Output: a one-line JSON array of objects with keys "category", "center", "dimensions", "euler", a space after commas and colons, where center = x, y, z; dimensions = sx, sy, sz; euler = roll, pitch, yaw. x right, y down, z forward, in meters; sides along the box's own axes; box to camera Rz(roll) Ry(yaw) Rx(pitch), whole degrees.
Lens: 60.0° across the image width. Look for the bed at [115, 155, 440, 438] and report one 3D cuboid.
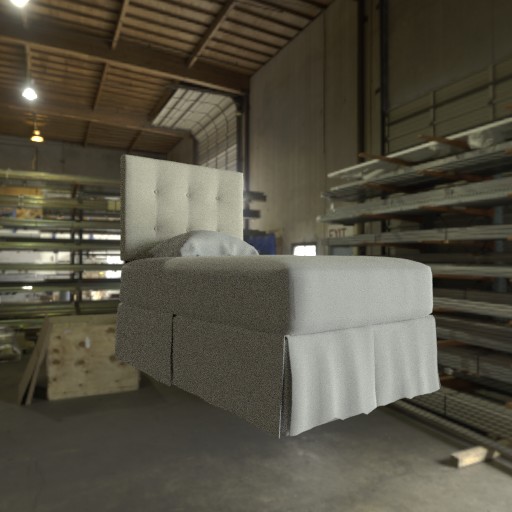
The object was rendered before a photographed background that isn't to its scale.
[{"category": "bed", "center": [0.000, 0.000, 2.988], "dimensions": [1.261, 1.571, 1.997], "euler": [1, -1, -38]}]
